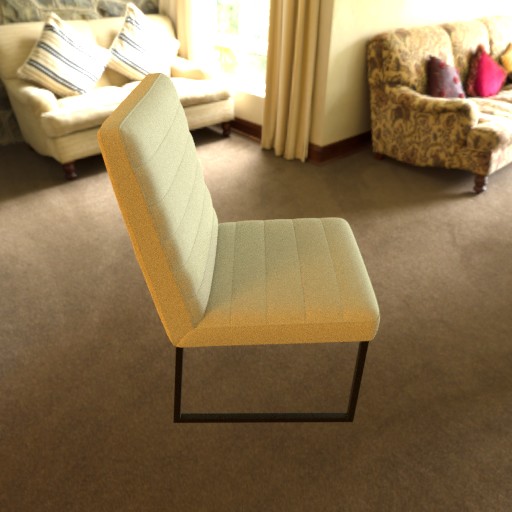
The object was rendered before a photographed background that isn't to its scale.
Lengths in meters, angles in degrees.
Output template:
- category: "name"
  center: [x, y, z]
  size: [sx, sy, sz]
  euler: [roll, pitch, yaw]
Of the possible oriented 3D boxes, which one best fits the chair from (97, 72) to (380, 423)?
- category: "chair"
  center: [0.000, 0.000, 1.300]
  size: [0.634, 0.930, 0.520]
  euler: [0, 34, 0]
